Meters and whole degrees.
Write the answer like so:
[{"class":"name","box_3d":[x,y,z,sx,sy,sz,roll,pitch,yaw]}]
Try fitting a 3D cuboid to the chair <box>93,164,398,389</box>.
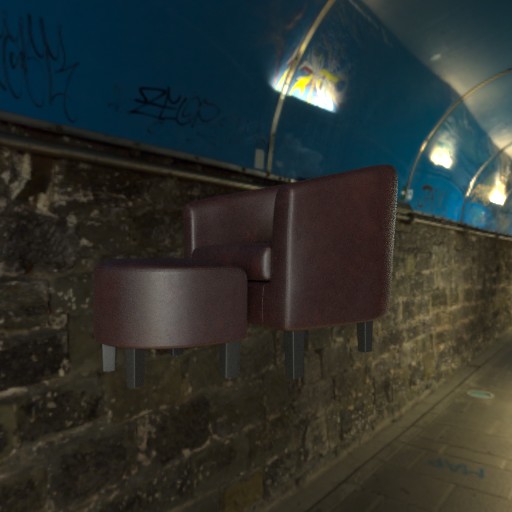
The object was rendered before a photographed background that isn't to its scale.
[{"class":"chair","box_3d":[0.000,0.000,1.663,1.176,0.755,0.737,0,0,-36]}]
